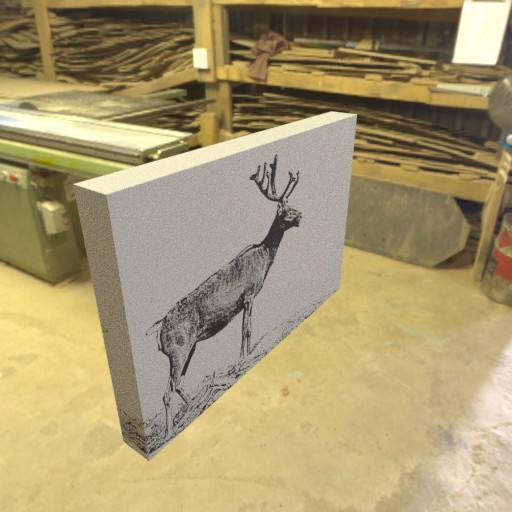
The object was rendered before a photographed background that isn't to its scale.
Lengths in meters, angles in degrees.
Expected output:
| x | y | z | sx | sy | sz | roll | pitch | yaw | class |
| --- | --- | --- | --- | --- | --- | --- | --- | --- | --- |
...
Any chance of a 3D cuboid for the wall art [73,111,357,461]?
| x | y | z | sx | sy | sz | roll | pitch | yaw | class |
| --- | --- | --- | --- | --- | --- | --- | --- | --- | --- |
| 0.000 | 0.000 | 0.496 | 0.038 | 0.259 | 0.381 | 19 | 33 | 32 | wall art |
